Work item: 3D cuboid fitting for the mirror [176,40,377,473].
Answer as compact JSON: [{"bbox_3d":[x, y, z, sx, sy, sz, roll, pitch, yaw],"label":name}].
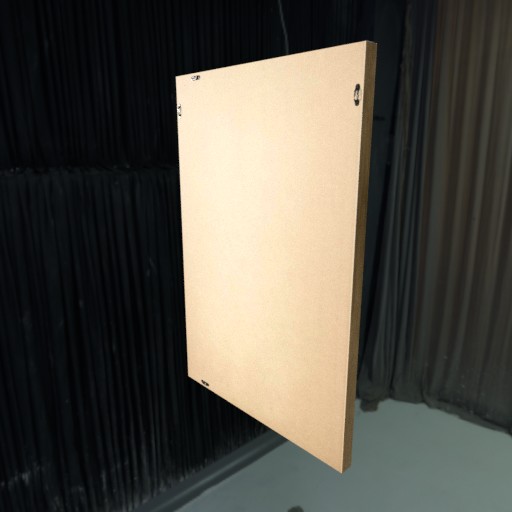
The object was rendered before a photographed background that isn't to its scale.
[{"bbox_3d":[0.000,0.000,1.132,0.041,0.915,0.609,-13,19,-42],"label":"mirror"}]
